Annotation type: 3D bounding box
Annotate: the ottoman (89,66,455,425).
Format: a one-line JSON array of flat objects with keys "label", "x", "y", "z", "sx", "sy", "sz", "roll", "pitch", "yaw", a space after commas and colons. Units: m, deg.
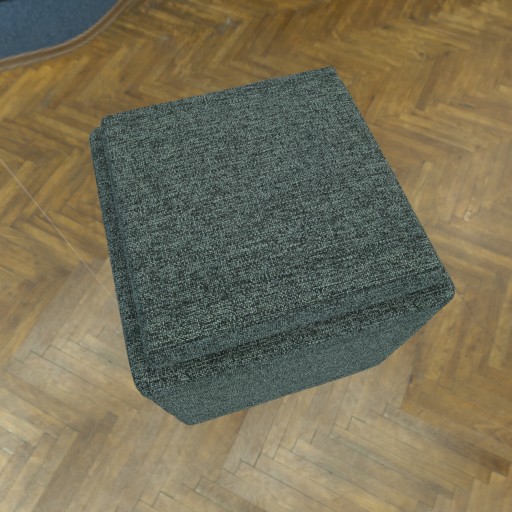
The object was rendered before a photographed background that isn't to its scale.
[{"label": "ottoman", "x": 0.000, "y": 0.000, "z": 0.814, "sx": 0.450, "sy": 0.463, "sz": 0.450, "roll": -15, "pitch": 65, "yaw": -7}]
